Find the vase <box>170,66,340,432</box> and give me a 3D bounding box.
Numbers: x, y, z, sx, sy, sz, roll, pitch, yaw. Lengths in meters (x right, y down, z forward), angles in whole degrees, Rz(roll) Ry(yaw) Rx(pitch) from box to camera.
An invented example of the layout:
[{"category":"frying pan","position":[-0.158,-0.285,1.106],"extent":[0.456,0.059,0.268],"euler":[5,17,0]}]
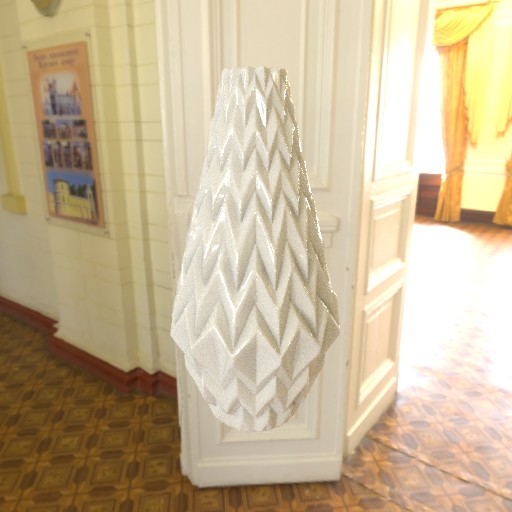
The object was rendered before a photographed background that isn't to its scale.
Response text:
[{"category":"vase","position":[0.000,0.000,0.421],"extent":[0.167,0.328,0.167],"euler":[0,17,0]}]
